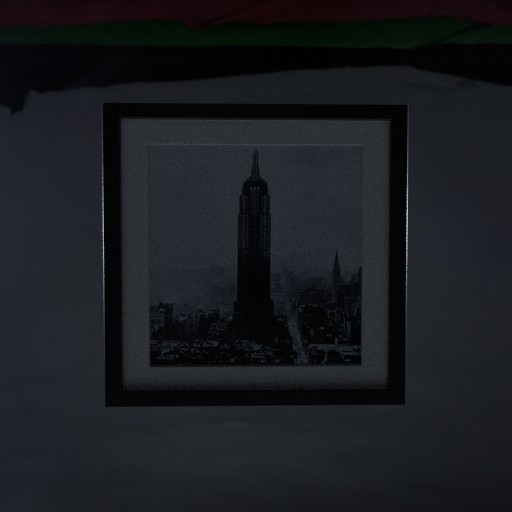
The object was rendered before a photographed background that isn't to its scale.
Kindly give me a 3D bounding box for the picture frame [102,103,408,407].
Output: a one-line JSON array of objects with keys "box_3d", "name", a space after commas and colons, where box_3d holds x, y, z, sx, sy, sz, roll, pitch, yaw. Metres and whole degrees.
[{"box_3d": [0.000, 0.000, 0.532, 0.355, 0.353, 0.029, 0, 2, -1], "name": "picture frame"}]
